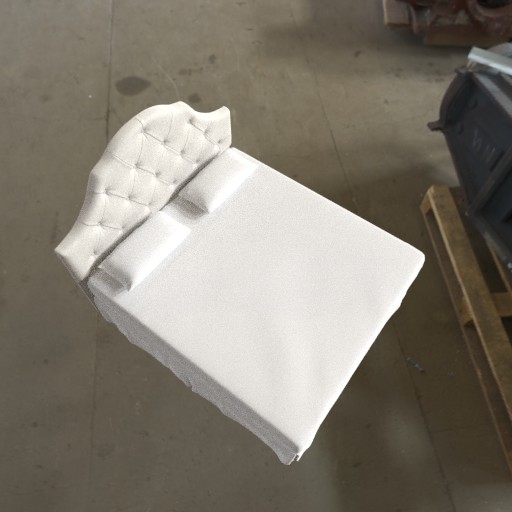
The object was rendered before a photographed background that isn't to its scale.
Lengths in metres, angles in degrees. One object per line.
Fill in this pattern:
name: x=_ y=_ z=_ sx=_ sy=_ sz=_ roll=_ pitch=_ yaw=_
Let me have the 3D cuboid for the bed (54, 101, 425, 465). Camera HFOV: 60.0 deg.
bed: x=0.000 y=0.000 z=3.497 sx=2.214 sy=1.615 sz=2.008 roll=33 pitch=64 yaw=18
